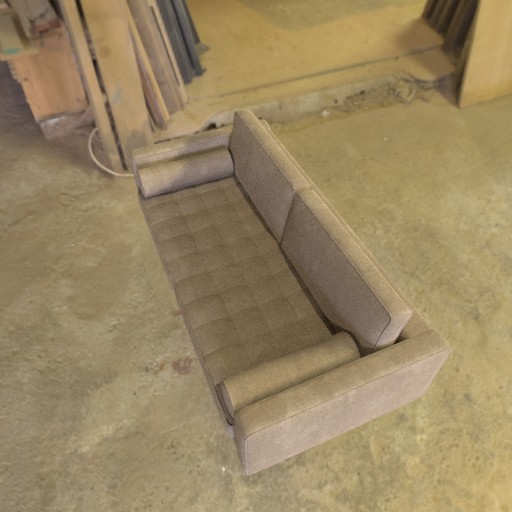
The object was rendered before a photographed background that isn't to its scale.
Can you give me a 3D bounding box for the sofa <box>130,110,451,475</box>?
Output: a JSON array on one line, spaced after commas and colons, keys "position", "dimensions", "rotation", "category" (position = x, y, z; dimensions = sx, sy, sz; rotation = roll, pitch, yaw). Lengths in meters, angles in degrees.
[{"position": [0.000, 0.000, 2.328], "dimensions": [0.920, 0.769, 1.883], "rotation": [-18, 50, -15], "category": "sofa"}]
